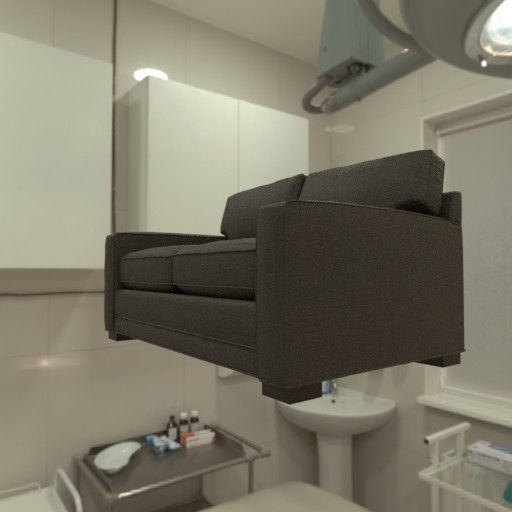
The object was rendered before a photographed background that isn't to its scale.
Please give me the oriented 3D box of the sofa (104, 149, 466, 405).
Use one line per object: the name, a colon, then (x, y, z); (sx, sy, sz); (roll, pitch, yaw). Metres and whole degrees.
sofa: (0.000, 0.000, 2.119); (0.974, 0.887, 1.534); (1, -2, -37)
